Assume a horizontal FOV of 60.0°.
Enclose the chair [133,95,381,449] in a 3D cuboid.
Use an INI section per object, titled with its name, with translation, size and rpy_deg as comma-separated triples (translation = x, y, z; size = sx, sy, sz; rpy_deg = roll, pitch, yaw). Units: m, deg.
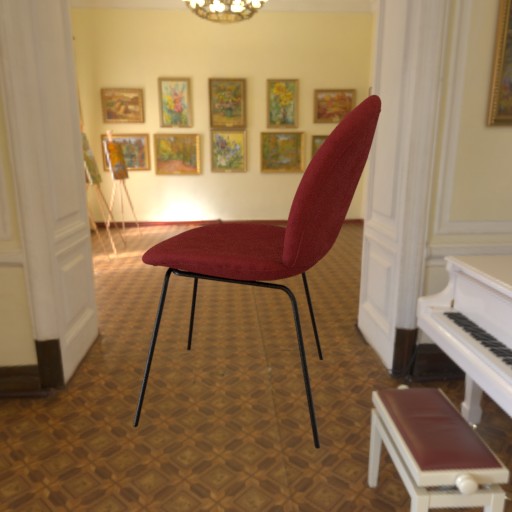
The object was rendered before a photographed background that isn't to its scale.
[chair]
translation = 0.000, 0.000, 1.175
size = 0.587, 0.791, 0.458
rpy_deg = 2, 14, 9
